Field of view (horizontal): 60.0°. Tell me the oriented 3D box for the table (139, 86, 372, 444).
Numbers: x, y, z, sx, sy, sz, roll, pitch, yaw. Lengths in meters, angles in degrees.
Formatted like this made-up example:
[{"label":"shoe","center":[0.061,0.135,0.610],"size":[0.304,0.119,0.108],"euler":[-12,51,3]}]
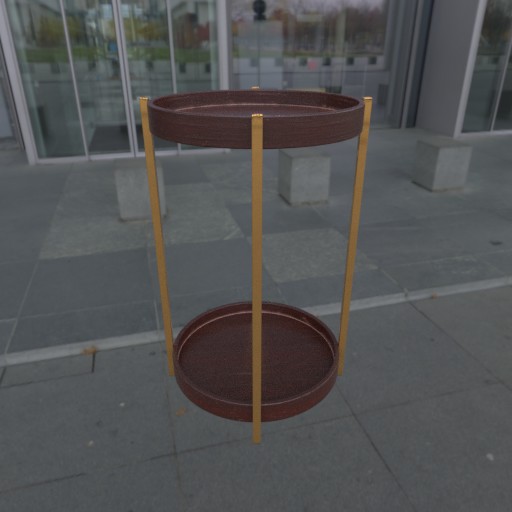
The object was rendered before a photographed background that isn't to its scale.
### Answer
[{"label":"table","center":[0.000,0.000,0.899],"size":[0.400,0.610,0.400],"euler":[0,26,0]}]
